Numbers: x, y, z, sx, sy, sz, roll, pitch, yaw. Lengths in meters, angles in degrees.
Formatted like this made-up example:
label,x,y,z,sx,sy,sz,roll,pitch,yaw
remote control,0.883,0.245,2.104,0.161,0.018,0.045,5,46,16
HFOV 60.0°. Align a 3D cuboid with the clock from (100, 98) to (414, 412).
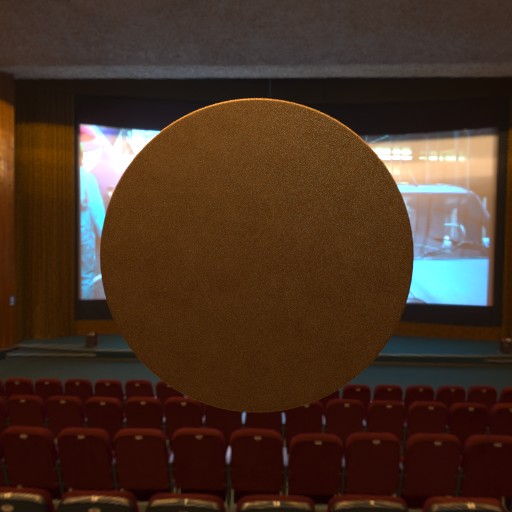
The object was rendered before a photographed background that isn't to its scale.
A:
label,x,y,z,sx,sy,sz,roll,pitch,yaw
clock,0.000,0.000,0.461,0.314,0.314,0.040,0,1,1
